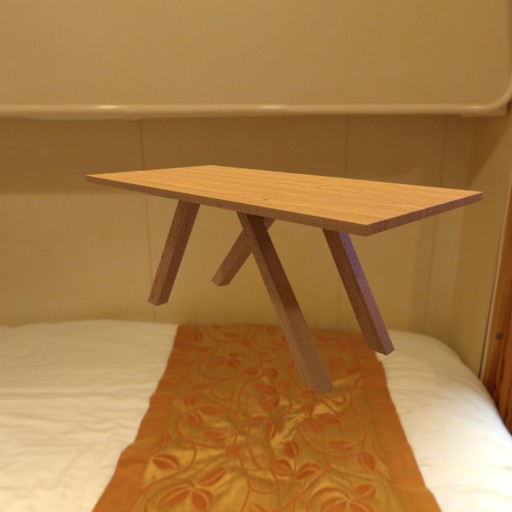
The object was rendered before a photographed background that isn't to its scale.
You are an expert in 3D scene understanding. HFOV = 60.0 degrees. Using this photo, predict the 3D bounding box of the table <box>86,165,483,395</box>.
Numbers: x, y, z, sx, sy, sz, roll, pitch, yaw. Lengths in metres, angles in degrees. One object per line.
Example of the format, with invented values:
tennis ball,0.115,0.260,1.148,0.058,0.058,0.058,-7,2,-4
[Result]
table,0.000,0.000,2.273,0.901,0.750,1.797,-16,23,-42
